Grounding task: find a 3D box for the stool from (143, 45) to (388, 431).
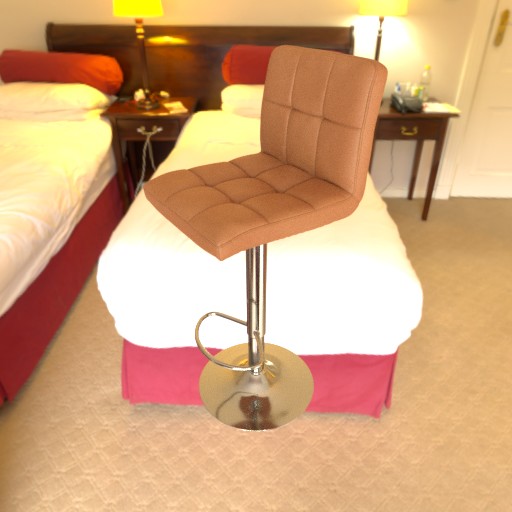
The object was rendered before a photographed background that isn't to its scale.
[{"bbox_3d":[0.000,0.000,1.353,0.505,1.115,0.430,-21,37,-29],"label":"stool"}]
